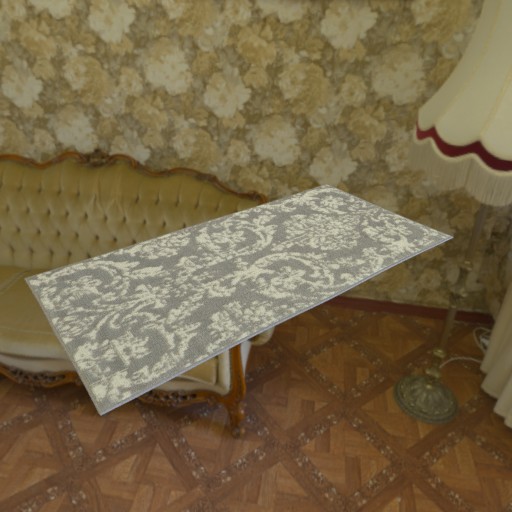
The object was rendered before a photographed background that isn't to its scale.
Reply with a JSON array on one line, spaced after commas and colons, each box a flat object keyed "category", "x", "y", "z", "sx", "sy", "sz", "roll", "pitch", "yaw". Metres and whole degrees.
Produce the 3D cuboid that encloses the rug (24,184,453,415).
[{"category": "rug", "x": 0.000, "y": 0.000, "z": 1.386, "sx": 1.219, "sy": 0.007, "sz": 0.604, "roll": -21, "pitch": 37, "yaw": -31}]
